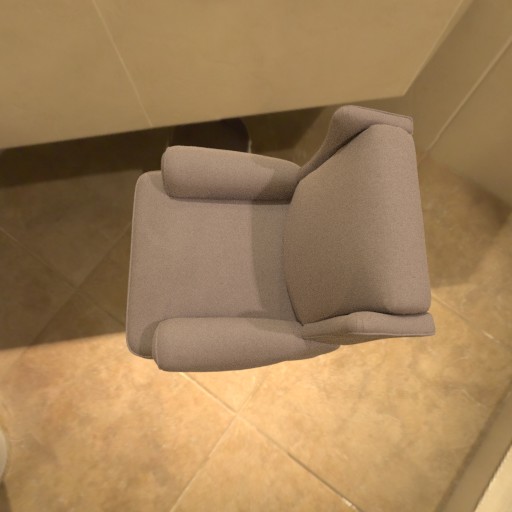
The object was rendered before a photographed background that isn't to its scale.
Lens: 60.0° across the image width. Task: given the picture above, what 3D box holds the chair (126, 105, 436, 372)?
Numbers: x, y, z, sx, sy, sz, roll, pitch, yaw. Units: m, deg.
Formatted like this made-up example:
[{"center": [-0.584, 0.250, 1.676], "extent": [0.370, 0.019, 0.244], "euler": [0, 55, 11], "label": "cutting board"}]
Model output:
[{"center": [0.000, 0.000, 1.678], "extent": [0.969, 1.011, 0.847], "euler": [0, 75, 0], "label": "chair"}]
